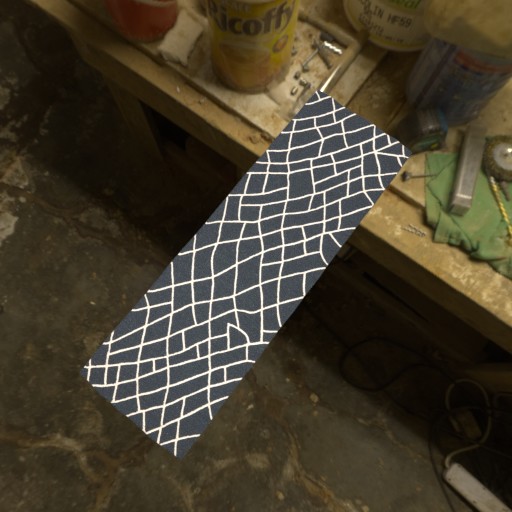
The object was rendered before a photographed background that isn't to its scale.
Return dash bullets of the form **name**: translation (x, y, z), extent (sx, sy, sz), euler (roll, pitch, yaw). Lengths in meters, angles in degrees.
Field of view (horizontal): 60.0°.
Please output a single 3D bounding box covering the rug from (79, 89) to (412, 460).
- **rug**: translation (0.000, 0.000, 2.835), extent (0.807, 0.010, 2.476), euler (37, 79, 8)
